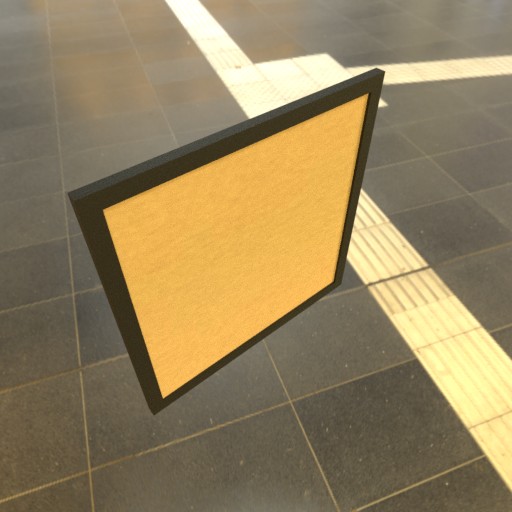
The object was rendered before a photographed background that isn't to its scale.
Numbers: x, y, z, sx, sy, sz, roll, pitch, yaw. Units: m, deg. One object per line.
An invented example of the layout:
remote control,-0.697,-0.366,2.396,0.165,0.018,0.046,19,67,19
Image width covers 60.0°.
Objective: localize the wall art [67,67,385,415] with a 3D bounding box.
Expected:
wall art,0.000,0.000,0.535,0.356,0.356,0.013,-30,53,-26
